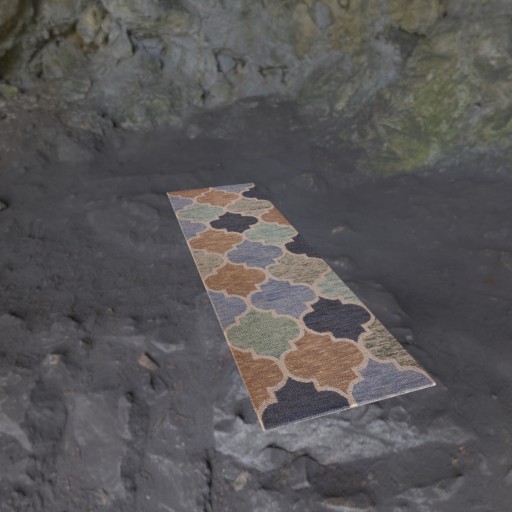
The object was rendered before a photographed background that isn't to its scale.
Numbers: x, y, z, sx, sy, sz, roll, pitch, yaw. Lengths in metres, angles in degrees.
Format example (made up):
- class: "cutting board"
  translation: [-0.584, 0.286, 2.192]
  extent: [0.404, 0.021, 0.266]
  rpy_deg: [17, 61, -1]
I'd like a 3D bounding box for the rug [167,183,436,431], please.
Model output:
- class: "rug"
  translation: [0.000, 0.000, 2.522]
  extent: [0.687, 0.011, 2.287]
  rpy_deg: [-9, 31, -16]
